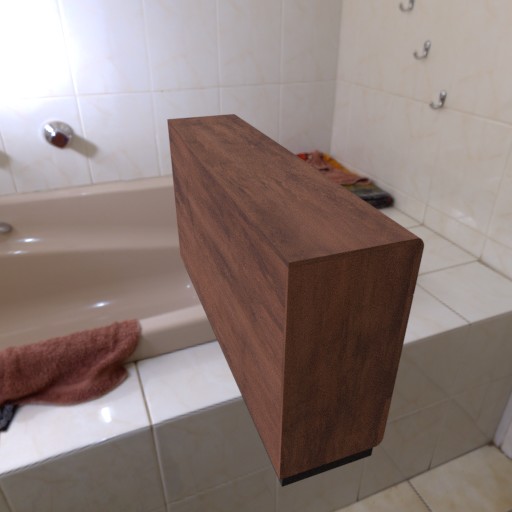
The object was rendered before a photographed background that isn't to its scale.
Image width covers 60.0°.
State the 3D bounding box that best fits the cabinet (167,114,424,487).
[{"bbox_3d":[0.000,0.000,1.988,0.420,0.900,1.600,-10,31,-17],"label":"cabinet"}]
